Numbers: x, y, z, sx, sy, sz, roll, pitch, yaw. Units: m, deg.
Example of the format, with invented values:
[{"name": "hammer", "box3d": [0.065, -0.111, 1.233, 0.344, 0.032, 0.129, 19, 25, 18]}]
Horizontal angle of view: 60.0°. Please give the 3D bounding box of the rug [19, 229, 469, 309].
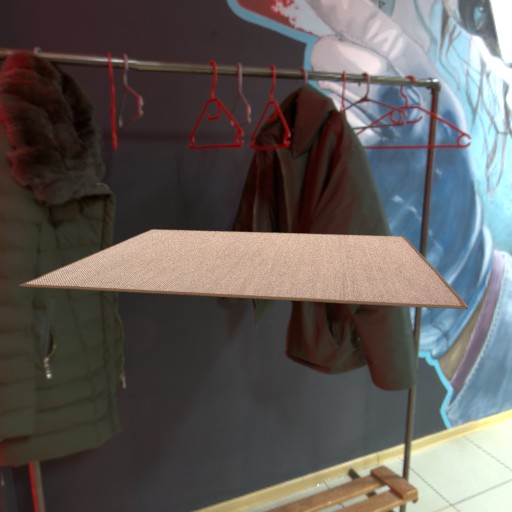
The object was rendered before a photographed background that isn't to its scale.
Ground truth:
[{"name": "rug", "box3d": [0.000, 0.000, 4.072, 3.041, 0.020, 2.413, 2, 13, 9]}]
